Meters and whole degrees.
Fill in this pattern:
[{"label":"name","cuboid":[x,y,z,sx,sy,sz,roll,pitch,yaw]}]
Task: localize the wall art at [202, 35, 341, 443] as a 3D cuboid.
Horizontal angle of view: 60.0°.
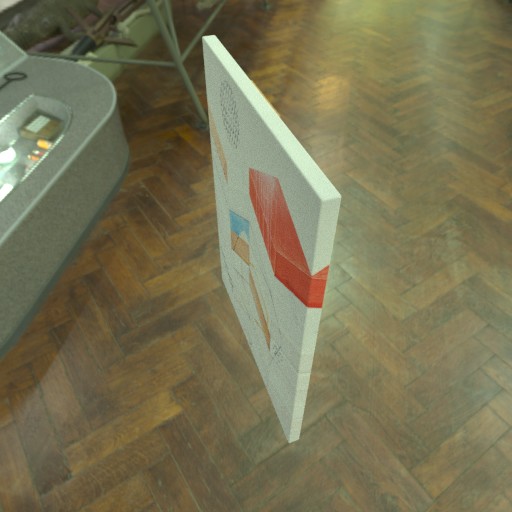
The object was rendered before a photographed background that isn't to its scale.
[{"label":"wall art","cuboid":[0.000,0.000,1.340,0.045,1.014,0.759,-14,48,-14]}]
